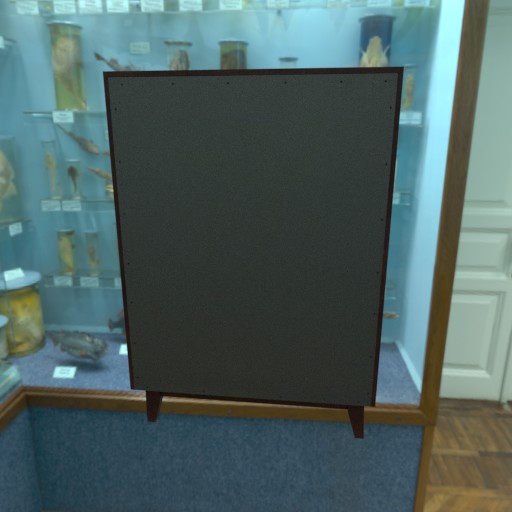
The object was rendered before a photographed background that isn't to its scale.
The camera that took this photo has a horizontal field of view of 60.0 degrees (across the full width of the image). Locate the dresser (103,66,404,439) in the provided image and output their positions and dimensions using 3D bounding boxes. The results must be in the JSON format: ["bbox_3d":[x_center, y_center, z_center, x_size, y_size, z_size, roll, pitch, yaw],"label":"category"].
[{"bbox_3d":[0.000,0.000,2.012,1.072,1.514,0.506,2,16,7],"label":"dresser"}]
